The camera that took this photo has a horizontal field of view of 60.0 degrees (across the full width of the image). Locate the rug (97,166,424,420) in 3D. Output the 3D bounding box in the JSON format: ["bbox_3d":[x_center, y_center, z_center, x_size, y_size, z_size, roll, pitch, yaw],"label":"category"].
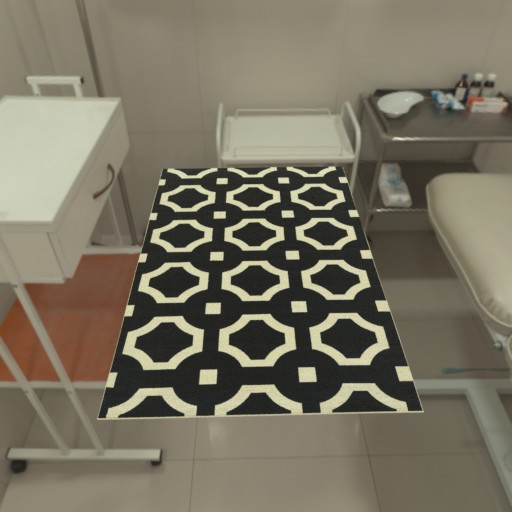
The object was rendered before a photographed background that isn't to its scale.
[{"bbox_3d":[0.000,0.000,2.957,1.555,0.016,2.286,-1,42,-1],"label":"rug"}]
